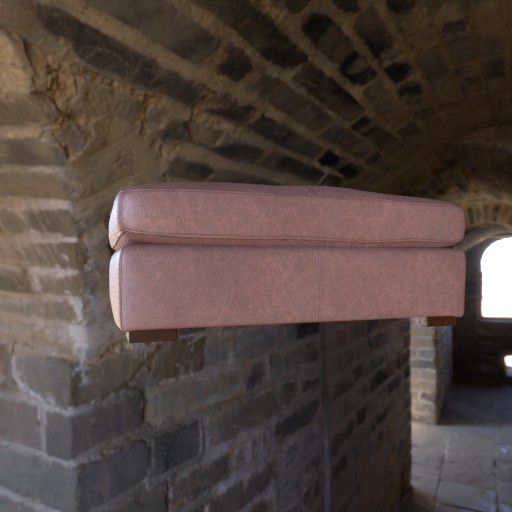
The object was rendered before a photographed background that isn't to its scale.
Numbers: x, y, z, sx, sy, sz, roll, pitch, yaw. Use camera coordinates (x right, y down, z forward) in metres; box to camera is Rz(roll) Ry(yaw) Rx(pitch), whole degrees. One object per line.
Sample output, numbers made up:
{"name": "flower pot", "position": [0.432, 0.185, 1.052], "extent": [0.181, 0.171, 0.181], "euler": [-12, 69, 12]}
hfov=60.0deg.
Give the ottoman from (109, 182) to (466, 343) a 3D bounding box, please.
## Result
{"name": "ottoman", "position": [0.000, 0.000, 1.852], "extent": [1.168, 0.490, 1.168], "euler": [0, -1, -19]}
